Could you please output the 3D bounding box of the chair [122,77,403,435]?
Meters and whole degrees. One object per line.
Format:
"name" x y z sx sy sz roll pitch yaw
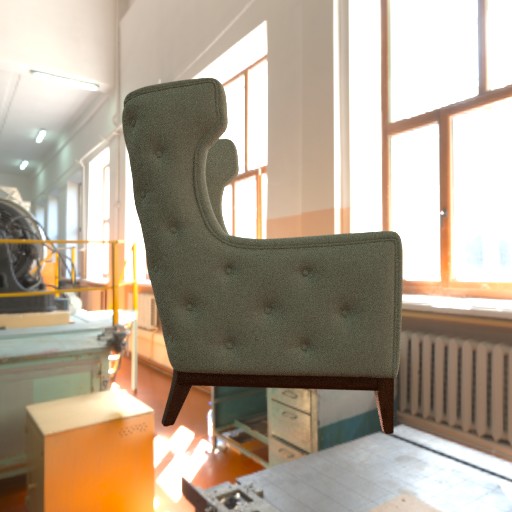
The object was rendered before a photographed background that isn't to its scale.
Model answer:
"chair" 0.000 0.000 1.678 0.899 1.079 0.778 0 -1 1
